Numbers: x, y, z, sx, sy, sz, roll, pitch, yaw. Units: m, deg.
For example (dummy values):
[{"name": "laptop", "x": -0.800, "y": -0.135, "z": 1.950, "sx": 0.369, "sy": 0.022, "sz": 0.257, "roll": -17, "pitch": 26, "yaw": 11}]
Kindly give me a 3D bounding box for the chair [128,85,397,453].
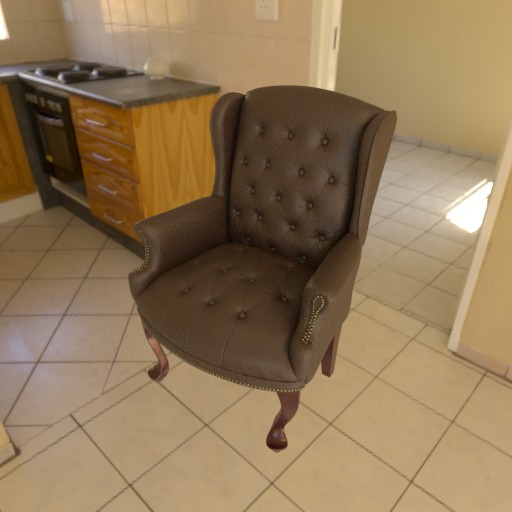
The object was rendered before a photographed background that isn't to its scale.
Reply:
[{"name": "chair", "x": 0.000, "y": 0.000, "z": 1.691, "sx": 0.829, "sy": 1.132, "sz": 0.819, "roll": 19, "pitch": 36, "yaw": 29}]
